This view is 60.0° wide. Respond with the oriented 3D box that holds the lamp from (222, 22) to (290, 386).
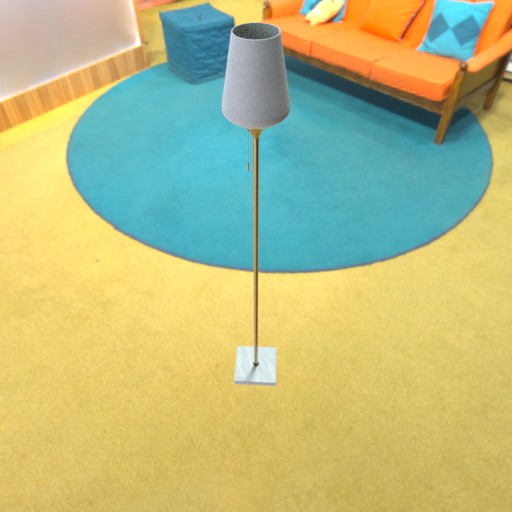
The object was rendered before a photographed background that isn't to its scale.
[{"bbox_3d":[0.000,0.000,1.898,0.232,1.813,0.229,2,45,2],"label":"lamp"}]
